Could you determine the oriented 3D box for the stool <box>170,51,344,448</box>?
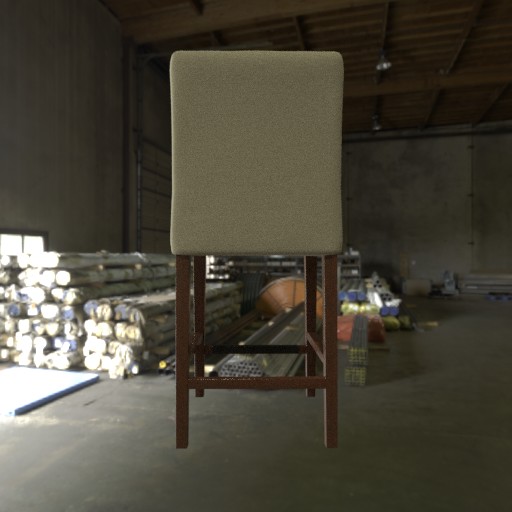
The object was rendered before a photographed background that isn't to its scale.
[{"bbox_3d":[0.000,0.000,1.314,0.470,0.981,0.577,0,0,-1],"label":"stool"}]
